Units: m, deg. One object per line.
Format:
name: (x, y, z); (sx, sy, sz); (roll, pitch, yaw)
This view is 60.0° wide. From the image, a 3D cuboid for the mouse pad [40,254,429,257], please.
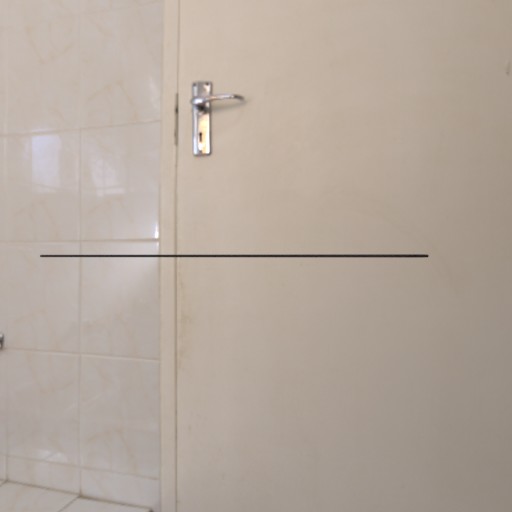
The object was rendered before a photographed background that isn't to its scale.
mouse pad: (0.000, 0.000, 0.450); (0.315, 0.002, 0.269); (0, 0, 18)
